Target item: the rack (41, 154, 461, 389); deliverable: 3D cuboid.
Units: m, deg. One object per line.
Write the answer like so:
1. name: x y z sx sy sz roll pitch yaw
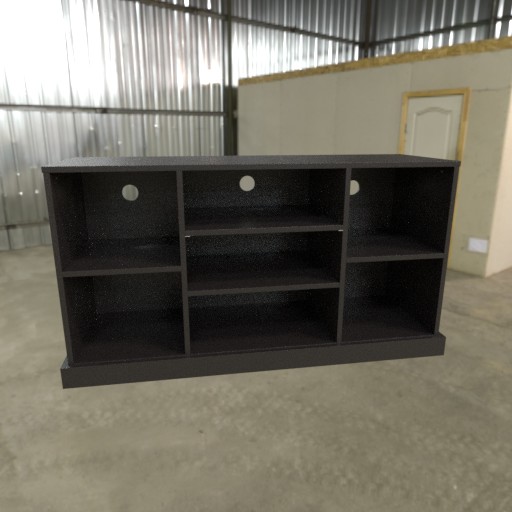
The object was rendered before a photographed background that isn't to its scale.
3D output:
1. rack: 0.000 0.000 1.486 1.206 0.635 0.399 -3 16 -9
